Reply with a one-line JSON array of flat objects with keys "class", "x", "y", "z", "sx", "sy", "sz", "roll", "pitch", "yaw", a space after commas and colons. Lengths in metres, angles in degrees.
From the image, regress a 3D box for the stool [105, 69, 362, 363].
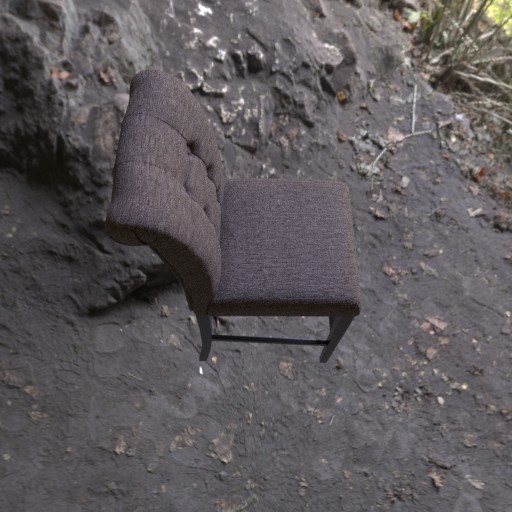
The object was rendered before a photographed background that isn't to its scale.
[{"class": "stool", "x": 0.000, "y": 0.000, "z": 1.442, "sx": 0.613, "sy": 1.131, "sz": 0.452, "roll": 0, "pitch": 63, "yaw": 0}]
